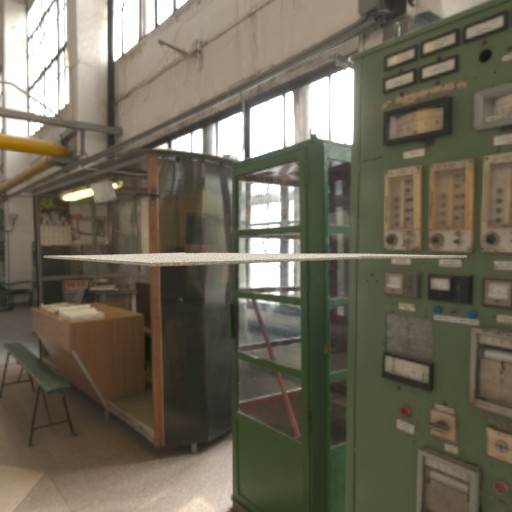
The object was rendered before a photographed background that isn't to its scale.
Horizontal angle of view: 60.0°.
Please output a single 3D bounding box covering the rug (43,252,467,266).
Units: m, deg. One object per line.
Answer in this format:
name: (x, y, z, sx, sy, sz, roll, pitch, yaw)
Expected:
rug: (0.000, 0.000, 4.740, 3.626, 0.051, 2.757, -1, 1, -38)
